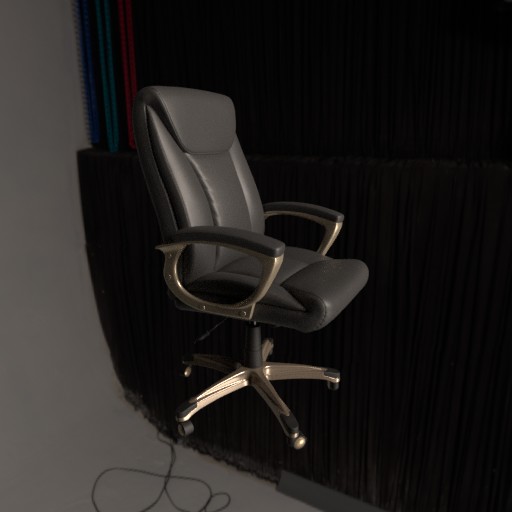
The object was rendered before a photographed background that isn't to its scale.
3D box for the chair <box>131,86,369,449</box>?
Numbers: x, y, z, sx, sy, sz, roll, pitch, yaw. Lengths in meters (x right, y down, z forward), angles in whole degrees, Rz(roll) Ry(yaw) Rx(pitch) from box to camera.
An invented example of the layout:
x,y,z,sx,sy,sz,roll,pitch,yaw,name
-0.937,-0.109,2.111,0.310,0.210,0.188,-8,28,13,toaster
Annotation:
x,y,z,sx,sy,sz,roll,pitch,yaw,name
0.000,0.000,1.640,0.748,1.188,0.694,8,18,27,chair
